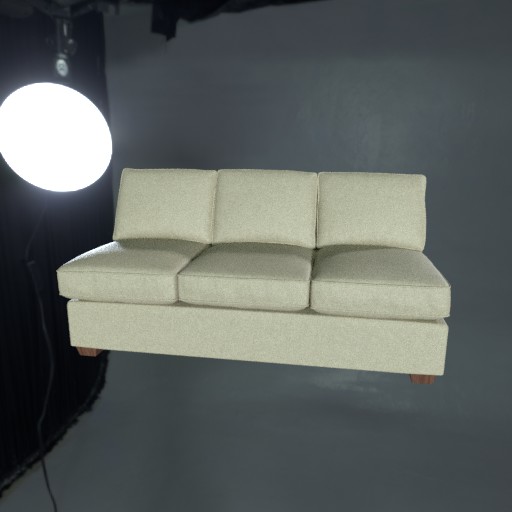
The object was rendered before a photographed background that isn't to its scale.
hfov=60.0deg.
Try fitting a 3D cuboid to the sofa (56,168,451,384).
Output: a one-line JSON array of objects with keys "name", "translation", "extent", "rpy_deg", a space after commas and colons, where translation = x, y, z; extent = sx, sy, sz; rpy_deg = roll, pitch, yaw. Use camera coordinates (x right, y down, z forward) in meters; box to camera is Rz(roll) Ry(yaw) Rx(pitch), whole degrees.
[{"name": "sofa", "translation": [0.000, 0.000, 2.584], "extent": [1.962, 0.973, 1.027], "rpy_deg": [2, 13, 10]}]
